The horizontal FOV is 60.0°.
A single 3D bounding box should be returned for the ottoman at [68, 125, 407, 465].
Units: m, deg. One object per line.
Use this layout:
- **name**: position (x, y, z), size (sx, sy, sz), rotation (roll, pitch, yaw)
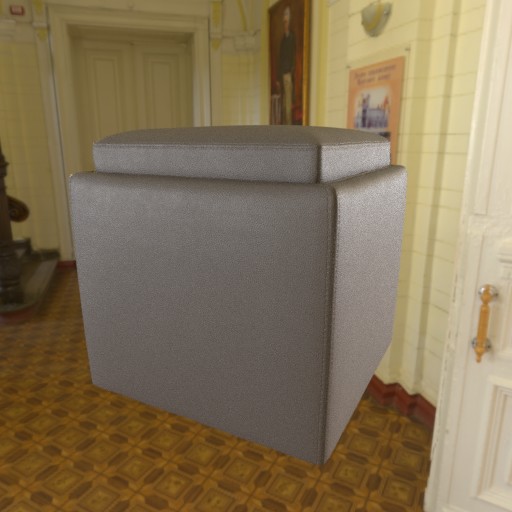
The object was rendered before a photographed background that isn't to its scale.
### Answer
- **ottoman**: position (0.000, 0.000, 0.815), size (0.450, 0.460, 0.451), rotation (8, 17, 27)
